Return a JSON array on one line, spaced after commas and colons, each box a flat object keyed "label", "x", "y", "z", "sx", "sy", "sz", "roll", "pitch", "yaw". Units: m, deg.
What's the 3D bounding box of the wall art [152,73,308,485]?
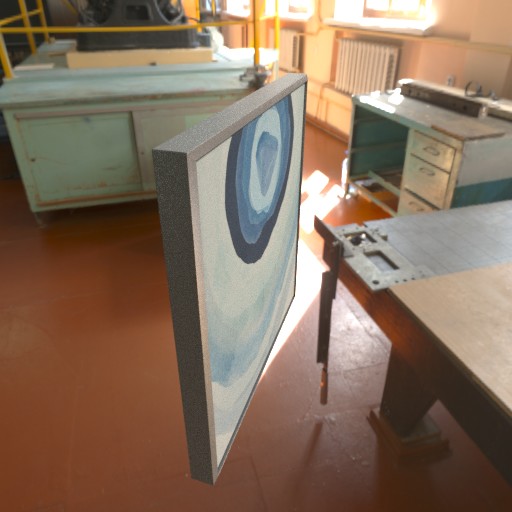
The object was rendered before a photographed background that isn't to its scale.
[{"label": "wall art", "x": 0.000, "y": 0.000, "z": 0.513, "sx": 0.028, "sy": 0.349, "sz": 0.349, "roll": 9, "pitch": 32, "yaw": 16}]
